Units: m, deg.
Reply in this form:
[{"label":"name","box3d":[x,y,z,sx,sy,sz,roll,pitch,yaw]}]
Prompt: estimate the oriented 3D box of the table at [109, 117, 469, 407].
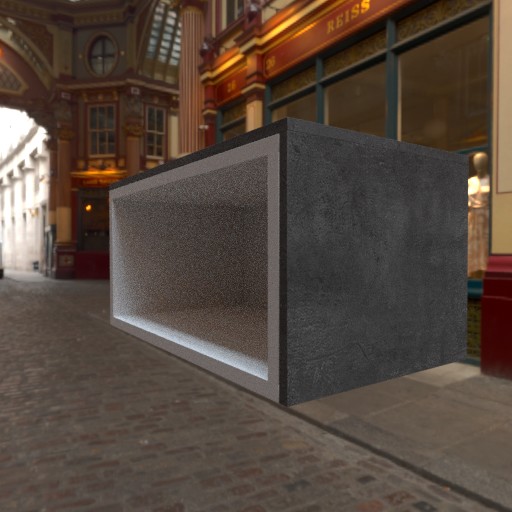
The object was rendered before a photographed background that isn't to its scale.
[{"label":"table","box3d":[0.000,0.000,0.934,0.400,0.350,0.700,-1,1,-35]}]
